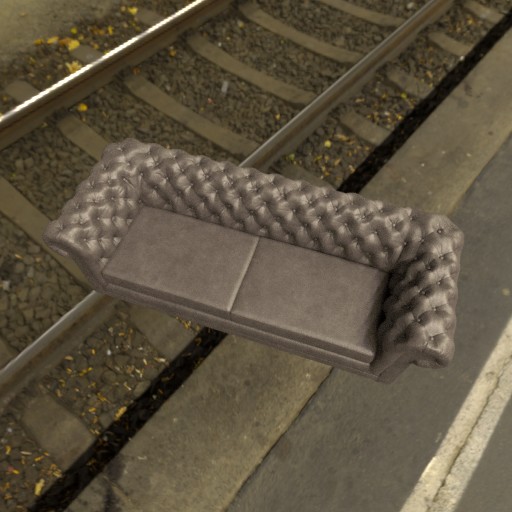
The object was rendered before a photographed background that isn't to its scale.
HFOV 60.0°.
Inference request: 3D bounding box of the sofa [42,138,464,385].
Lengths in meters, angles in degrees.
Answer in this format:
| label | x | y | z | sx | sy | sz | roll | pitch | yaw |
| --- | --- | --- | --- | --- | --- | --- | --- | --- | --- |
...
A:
| label | x | y | z | sx | sy | sz | roll | pitch | yaw |
| --- | --- | --- | --- | --- | --- | --- | --- | --- | --- |
| sofa | 0.000 | 0.000 | 2.878 | 2.385 | 0.783 | 0.944 | 16 | 59 | 10 |
